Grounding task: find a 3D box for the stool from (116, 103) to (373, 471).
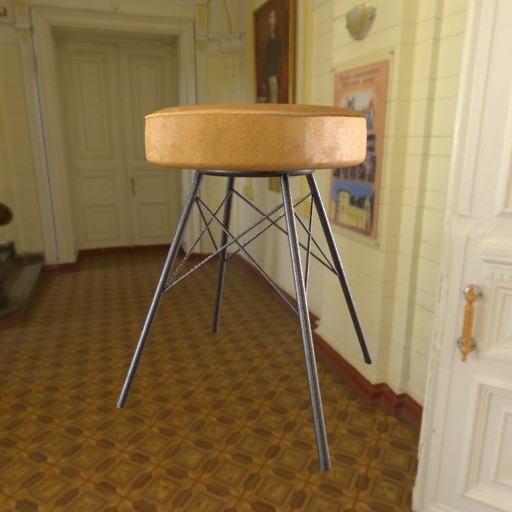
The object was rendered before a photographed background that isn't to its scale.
[{"bbox_3d":[0.000,0.000,0.938,0.472,0.595,0.438,7,17,25],"label":"stool"}]
